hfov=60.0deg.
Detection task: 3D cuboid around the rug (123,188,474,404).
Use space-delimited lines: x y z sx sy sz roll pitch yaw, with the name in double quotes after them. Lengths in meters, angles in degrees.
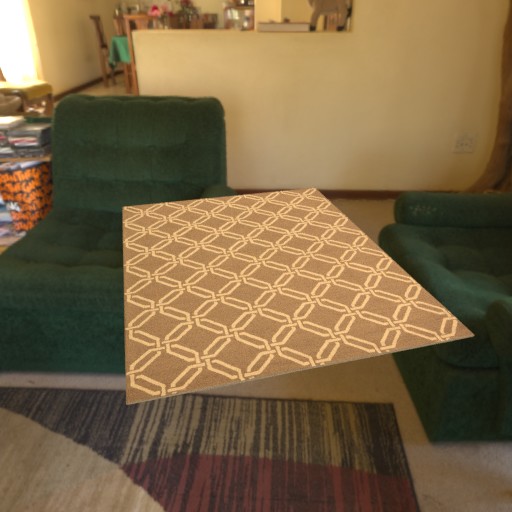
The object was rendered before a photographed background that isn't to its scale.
0.000 0.000 3.955 2.288 0.018 2.895 -8 30 -13 "rug"
